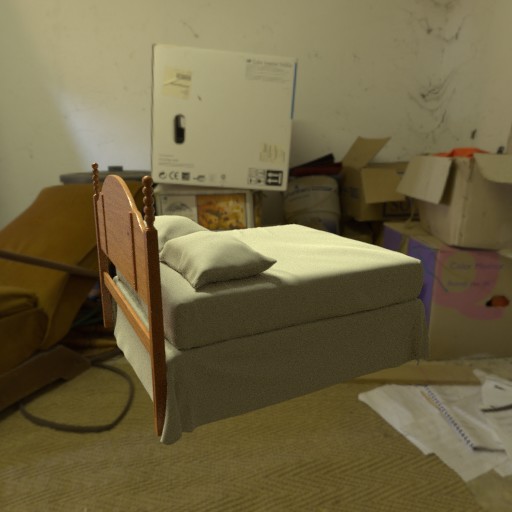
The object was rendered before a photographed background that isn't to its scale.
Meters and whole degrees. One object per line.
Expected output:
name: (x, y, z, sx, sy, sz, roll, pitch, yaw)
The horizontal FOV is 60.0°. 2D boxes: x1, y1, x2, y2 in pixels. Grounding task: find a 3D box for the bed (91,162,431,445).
bed: (0.000, 0.000, 3.333, 2.040, 1.356, 1.873, -7, 16, -27)
